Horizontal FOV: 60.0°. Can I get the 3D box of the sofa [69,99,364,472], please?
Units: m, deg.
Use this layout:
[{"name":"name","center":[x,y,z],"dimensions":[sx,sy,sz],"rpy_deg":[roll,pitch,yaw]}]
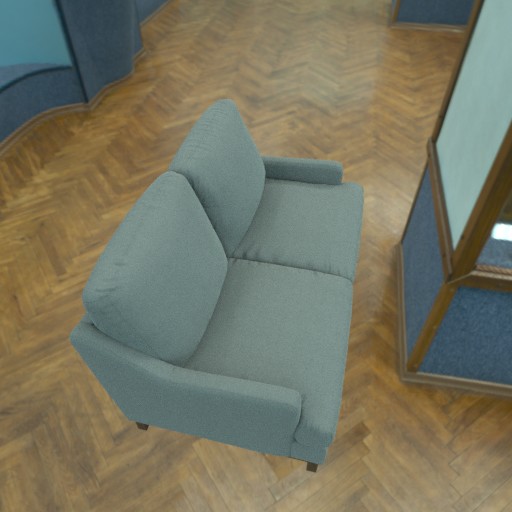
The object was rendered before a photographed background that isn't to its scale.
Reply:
[{"name":"sofa","center":[0.000,0.000,2.163],"dimensions":[0.987,0.921,1.589],"rpy_deg":[10,46,10]}]
